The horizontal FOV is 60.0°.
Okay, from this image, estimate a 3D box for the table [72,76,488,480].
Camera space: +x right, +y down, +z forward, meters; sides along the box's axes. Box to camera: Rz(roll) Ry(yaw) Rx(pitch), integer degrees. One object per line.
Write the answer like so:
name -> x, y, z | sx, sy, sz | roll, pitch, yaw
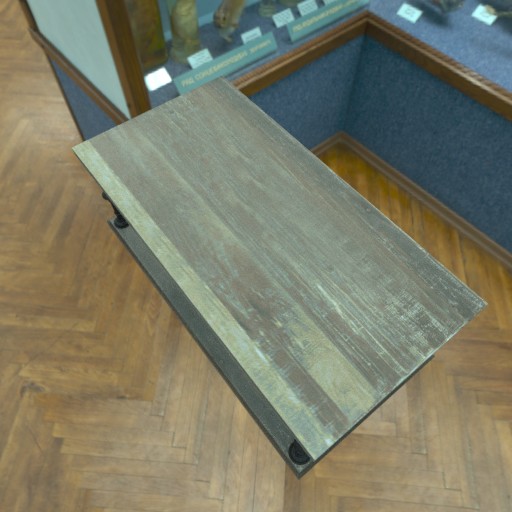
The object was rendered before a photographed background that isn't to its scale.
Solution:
table -> 0.000, 0.000, 1.361 | 0.554, 0.399, 1.088 | -34, 64, -19
